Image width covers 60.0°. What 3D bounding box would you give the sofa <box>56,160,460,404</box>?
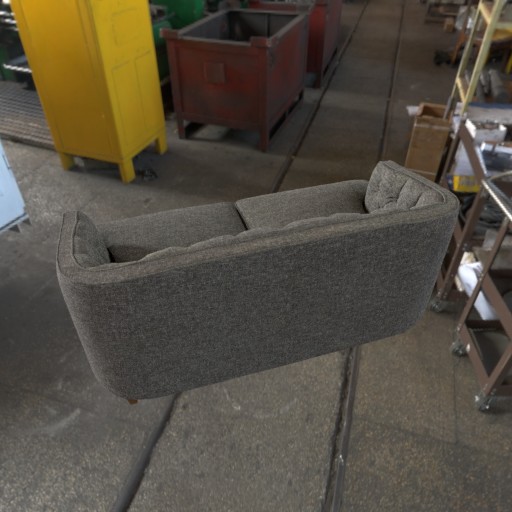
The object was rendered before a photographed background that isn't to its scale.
[{"bbox_3d":[0.000,0.000,2.221,1.733,0.855,0.941,-11,41,-13],"label":"sofa"}]
